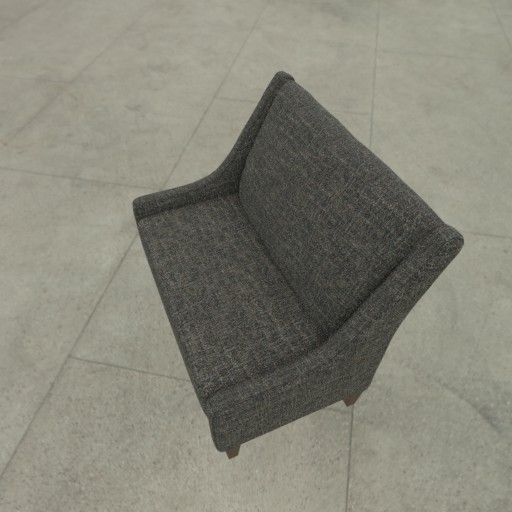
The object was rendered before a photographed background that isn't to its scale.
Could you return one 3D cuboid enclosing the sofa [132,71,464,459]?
[{"bbox_3d":[0.000,0.000,1.943,0.870,1.021,1.242,-18,50,-16],"label":"sofa"}]
